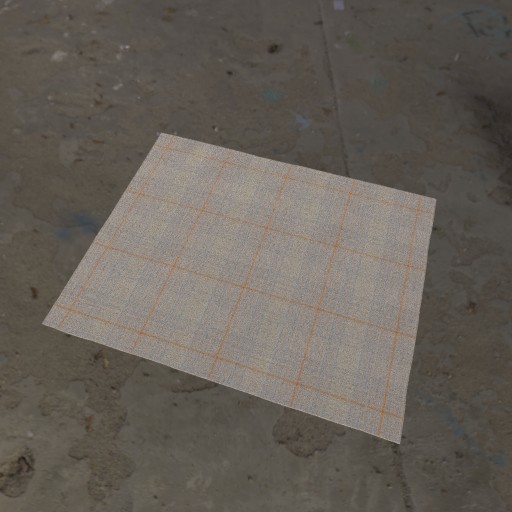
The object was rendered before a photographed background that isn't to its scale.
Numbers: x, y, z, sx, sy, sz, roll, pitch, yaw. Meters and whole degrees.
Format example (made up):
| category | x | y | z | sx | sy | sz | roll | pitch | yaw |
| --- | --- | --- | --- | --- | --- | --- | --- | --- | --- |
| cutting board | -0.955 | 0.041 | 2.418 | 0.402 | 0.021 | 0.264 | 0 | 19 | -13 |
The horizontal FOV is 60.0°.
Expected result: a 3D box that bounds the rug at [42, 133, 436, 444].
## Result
| category | x | y | z | sx | sy | sz | roll | pitch | yaw |
| --- | --- | --- | --- | --- | --- | --- | --- | --- | --- |
| rug | 0.000 | 0.000 | 4.140 | 3.051 | 0.021 | 2.448 | 16 | 60 | 9 |
